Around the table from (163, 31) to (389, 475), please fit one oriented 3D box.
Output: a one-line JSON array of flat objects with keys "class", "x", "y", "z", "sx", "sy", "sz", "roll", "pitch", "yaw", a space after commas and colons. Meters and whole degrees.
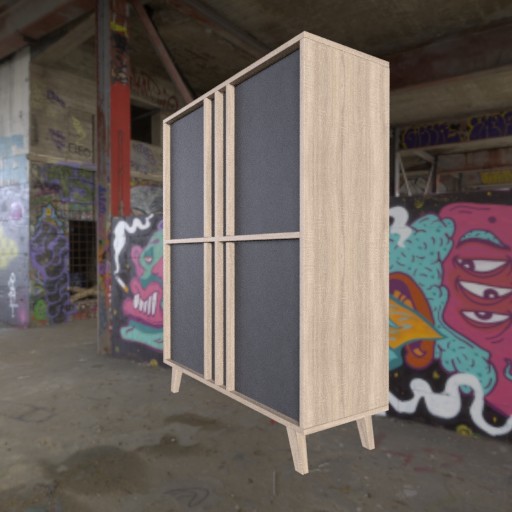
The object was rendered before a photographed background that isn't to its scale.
[{"class": "table", "x": 0.000, "y": 0.000, "z": 1.933, "sx": 0.398, "sy": 1.388, "sz": 1.111, "roll": 0, "pitch": 0, "yaw": -34}]
